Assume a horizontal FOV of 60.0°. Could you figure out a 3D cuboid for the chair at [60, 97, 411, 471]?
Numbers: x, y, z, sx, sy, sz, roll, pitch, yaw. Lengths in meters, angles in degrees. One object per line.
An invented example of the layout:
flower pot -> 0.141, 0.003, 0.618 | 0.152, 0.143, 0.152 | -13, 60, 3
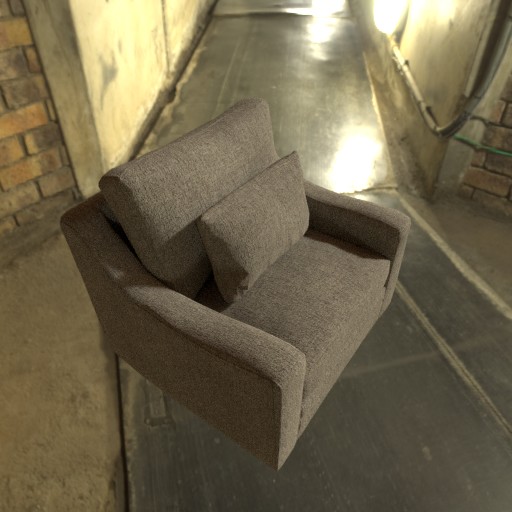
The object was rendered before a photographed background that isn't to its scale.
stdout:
chair -> 0.000, 0.000, 1.951 | 1.009, 1.037, 1.138 | 25, 46, 26
